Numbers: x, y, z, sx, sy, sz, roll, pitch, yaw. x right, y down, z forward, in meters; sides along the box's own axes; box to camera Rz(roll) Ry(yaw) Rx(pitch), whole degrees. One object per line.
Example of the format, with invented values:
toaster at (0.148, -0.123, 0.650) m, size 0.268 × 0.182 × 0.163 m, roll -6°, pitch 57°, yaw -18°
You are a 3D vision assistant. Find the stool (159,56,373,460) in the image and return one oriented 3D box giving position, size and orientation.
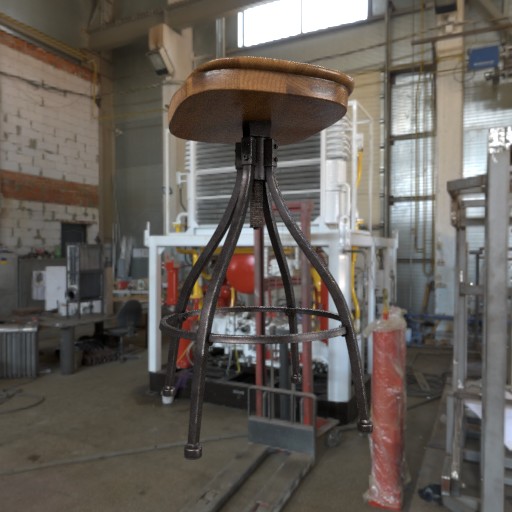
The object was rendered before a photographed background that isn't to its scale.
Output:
stool at (0.000, 0.000, 0.988) m, size 0.424 × 0.694 × 0.432 m, roll 0°, pitch 1°, yaw -18°
